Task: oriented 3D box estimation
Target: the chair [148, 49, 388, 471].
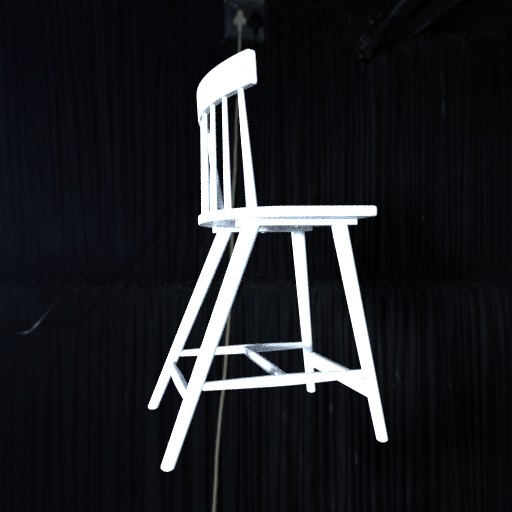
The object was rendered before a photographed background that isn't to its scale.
[{"bbox_3d":[0.000,0.000,1.267,0.572,0.952,0.483,0,0,-17],"label":"chair"}]
